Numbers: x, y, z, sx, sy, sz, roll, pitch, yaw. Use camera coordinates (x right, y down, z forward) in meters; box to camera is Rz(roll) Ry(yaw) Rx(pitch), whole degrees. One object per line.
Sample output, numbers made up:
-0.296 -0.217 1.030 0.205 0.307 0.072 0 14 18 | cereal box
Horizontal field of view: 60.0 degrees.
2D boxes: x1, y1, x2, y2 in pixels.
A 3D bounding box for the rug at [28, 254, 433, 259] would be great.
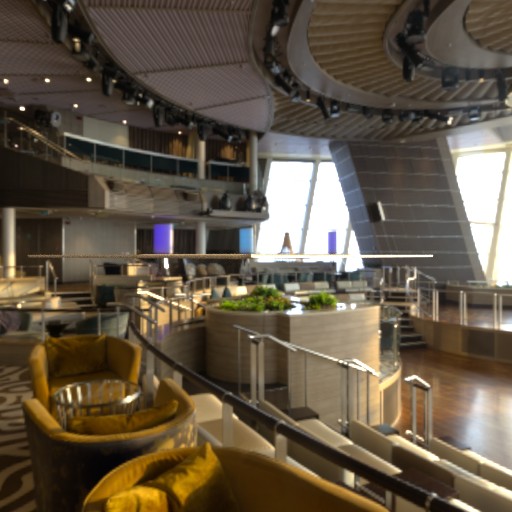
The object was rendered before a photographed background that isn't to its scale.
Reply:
0.000 0.000 4.866 2.734 0.037 3.659 0 0 37 | rug
